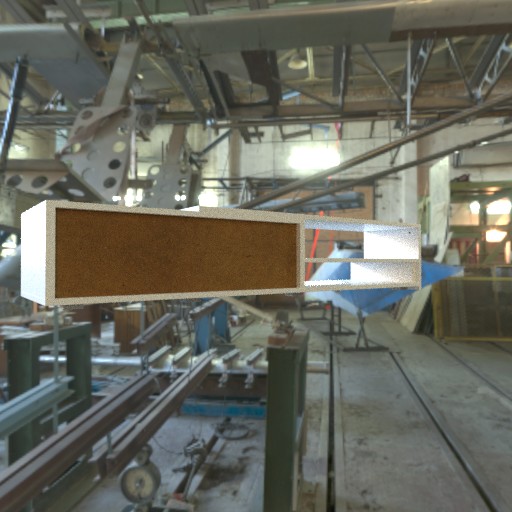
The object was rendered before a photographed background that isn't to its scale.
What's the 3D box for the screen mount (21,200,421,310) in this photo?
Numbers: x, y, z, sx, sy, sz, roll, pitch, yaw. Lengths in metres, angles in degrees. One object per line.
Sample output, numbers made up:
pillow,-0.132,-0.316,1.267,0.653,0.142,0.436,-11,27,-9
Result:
screen mount,0.000,0.000,1.839,1.680,0.320,0.420,1,-1,-36
